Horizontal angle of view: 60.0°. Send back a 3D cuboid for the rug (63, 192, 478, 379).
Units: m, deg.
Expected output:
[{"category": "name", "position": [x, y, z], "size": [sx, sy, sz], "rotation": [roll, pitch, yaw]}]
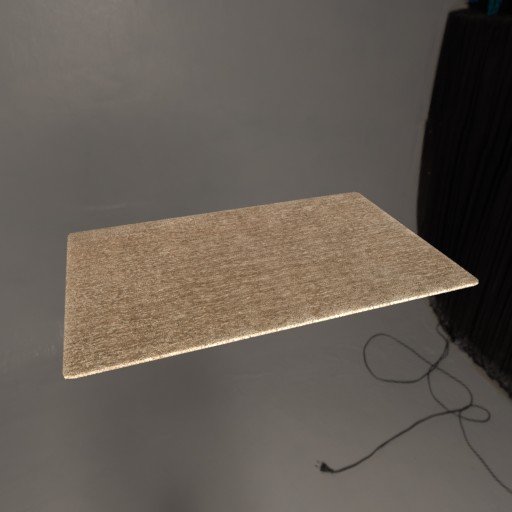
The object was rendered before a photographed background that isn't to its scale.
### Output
[{"category": "rug", "position": [0.000, 0.000, 3.060], "size": [2.469, 0.024, 1.539], "rotation": [-10, 33, -16]}]
